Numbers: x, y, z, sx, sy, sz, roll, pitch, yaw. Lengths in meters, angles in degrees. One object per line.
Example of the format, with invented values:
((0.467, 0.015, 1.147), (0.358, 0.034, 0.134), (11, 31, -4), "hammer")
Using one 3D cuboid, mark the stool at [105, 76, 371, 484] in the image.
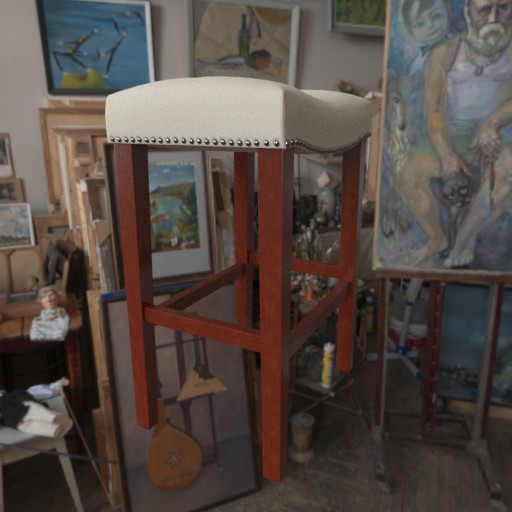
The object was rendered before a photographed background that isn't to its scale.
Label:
((0.000, 0.000, 1.029), (0.372, 0.742, 0.504), (9, 19, 27), "stool")
